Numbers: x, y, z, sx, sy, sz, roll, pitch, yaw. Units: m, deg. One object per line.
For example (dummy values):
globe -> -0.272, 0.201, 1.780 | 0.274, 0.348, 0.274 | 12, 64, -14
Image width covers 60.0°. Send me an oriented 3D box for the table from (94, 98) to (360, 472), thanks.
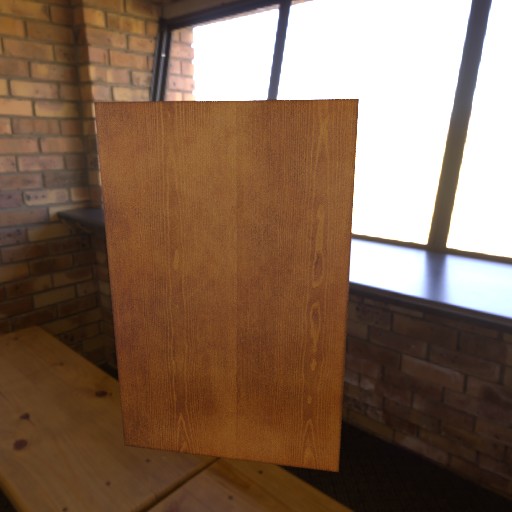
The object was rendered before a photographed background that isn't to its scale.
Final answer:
table -> 0.000, 0.000, 0.975 | 0.400, 0.605, 0.550 | 3, 15, 10
